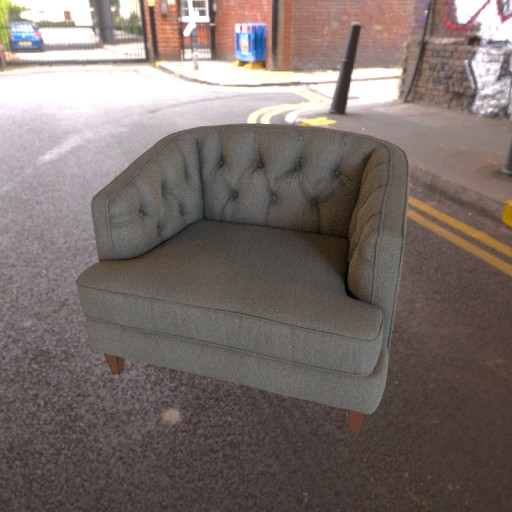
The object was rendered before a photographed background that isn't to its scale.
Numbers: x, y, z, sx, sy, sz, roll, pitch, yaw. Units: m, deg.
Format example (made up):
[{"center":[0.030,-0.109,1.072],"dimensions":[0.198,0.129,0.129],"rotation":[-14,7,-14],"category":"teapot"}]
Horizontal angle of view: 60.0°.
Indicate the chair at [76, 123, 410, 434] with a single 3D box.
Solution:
[{"center":[0.000,0.000,1.761],"dimensions":[1.094,0.852,0.945],"rotation":[8,29,16],"category":"chair"}]
